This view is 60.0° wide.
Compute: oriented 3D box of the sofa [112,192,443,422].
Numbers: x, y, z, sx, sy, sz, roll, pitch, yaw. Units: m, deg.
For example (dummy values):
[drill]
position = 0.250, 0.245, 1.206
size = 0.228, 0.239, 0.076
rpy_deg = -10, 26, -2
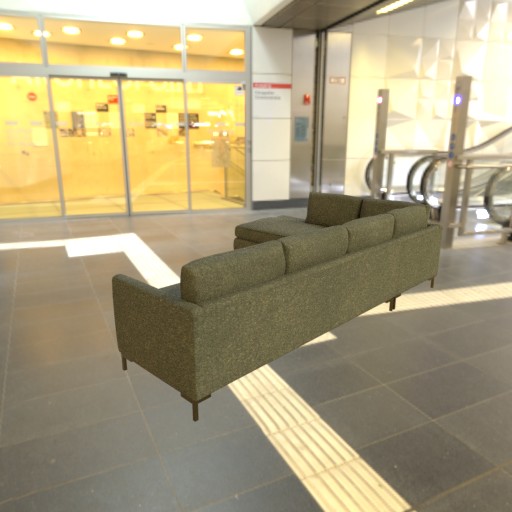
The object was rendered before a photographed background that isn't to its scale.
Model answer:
[sofa]
position = 0.000, 0.000, 3.812
size = 2.007, 0.815, 2.949
rpy_deg = 15, 21, 42
